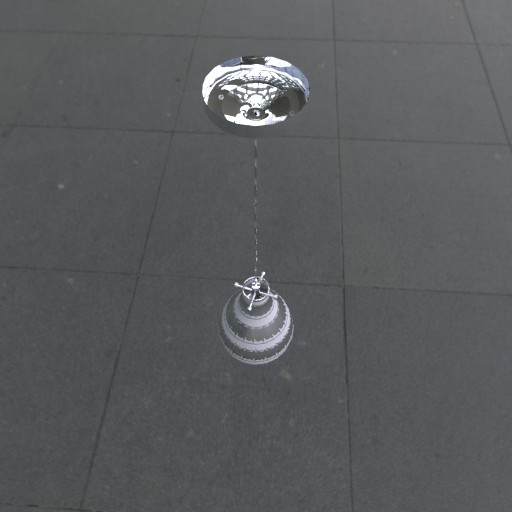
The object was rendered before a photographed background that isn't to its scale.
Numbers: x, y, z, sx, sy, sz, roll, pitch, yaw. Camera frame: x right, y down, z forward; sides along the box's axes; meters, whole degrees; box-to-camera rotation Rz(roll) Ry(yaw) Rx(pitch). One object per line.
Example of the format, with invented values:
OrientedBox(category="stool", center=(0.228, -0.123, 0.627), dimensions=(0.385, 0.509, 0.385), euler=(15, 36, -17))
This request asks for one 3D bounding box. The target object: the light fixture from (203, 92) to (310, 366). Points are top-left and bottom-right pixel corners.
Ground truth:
OrientedBox(category="light fixture", center=(0.000, 0.000, 1.639), dimensions=(0.374, 1.457, 0.374), euler=(16, 59, 10))
